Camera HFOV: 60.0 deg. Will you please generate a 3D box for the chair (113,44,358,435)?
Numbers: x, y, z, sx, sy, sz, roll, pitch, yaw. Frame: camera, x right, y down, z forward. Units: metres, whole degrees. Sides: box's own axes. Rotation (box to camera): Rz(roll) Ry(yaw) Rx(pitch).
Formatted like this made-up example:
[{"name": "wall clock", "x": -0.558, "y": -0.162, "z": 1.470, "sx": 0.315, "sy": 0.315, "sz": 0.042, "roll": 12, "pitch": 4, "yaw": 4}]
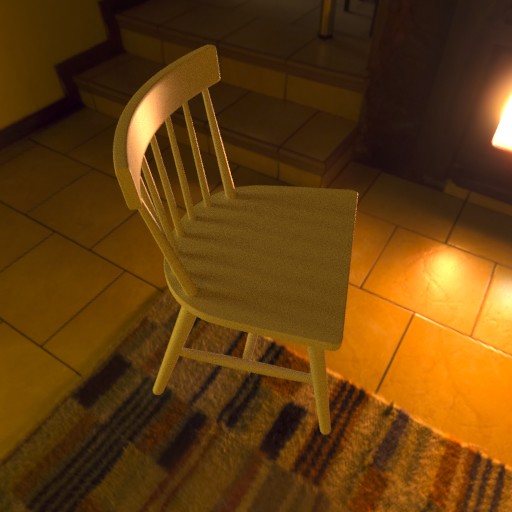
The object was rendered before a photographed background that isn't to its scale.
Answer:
[{"name": "chair", "x": 0.000, "y": 0.000, "z": 1.069, "sx": 0.500, "sy": 0.787, "sz": 0.483, "roll": 9, "pitch": 47, "yaw": 9}]
